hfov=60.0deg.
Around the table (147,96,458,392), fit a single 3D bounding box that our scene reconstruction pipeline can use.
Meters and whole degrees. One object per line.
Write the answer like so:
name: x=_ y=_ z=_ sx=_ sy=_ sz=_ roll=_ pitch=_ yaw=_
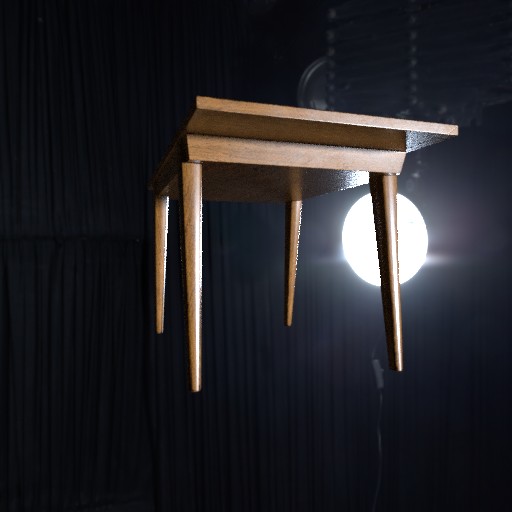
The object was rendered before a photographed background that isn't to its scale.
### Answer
table: x=0.000 y=0.000 z=1.818 sx=0.757 sy=0.760 sz=1.400 roll=0 pitch=0 yaw=-18
